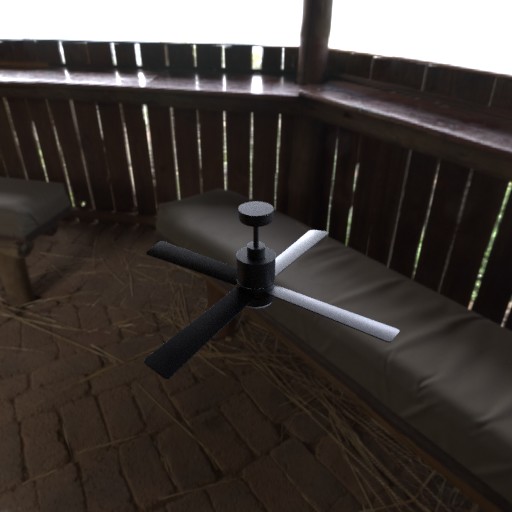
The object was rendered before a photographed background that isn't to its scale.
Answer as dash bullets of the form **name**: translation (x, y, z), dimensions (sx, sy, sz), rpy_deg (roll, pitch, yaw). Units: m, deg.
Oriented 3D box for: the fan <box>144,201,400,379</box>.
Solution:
- **fan**: translation (0.000, 0.000, 2.287), dimensions (1.525, 0.534, 1.525), rpy_deg (19, 35, 29)
